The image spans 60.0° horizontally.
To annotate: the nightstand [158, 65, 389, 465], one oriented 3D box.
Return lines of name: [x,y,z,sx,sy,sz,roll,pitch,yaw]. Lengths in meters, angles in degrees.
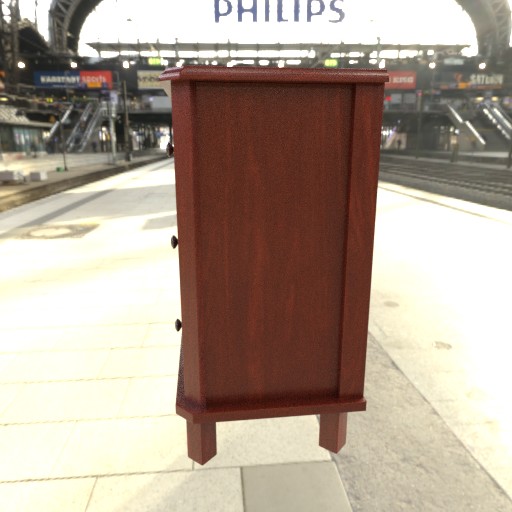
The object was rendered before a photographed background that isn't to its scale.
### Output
nightstand: [0.000,0.000,0.935,0.351,0.681,0.435,-2,15,-7]
